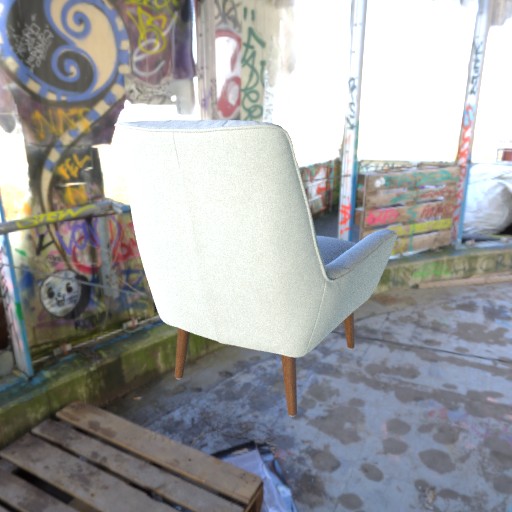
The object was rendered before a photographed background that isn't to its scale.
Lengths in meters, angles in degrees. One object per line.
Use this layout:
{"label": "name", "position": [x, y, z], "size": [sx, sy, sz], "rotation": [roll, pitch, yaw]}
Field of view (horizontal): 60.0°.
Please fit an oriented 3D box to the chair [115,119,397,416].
{"label": "chair", "position": [0.000, 0.000, 1.508], "size": [0.787, 0.888, 0.822], "rotation": [9, 19, 27]}
